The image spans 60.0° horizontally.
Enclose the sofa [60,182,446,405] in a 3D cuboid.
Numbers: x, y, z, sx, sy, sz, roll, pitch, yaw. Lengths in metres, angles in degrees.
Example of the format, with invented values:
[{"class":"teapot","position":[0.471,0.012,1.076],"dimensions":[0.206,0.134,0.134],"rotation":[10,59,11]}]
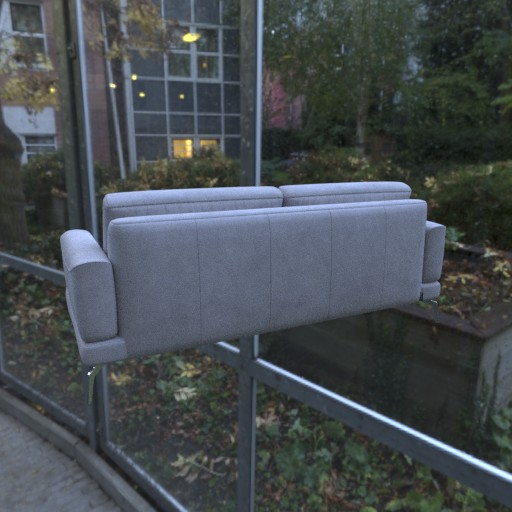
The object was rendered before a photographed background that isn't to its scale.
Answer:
[{"class":"sofa","position":[0.000,0.000,2.533],"dimensions":[2.013,0.830,0.980],"rotation":[-7,15,-26]}]
